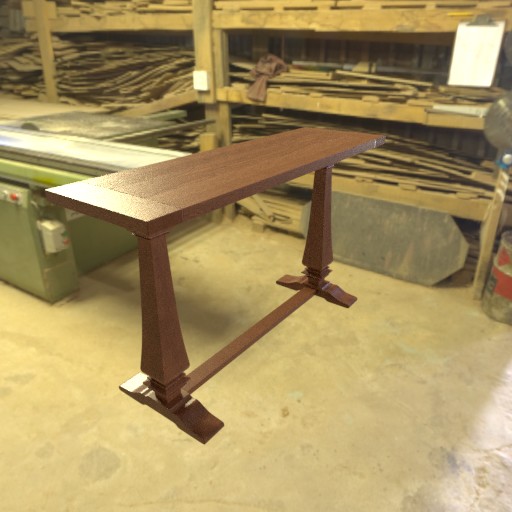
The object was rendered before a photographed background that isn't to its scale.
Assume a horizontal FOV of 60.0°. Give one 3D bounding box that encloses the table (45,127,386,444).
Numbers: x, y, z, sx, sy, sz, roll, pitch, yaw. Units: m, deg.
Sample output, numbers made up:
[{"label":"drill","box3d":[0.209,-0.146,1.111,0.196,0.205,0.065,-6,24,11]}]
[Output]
[{"label":"table","box3d":[0.000,0.000,1.893,0.461,0.852,1.478,17,30,33]}]
